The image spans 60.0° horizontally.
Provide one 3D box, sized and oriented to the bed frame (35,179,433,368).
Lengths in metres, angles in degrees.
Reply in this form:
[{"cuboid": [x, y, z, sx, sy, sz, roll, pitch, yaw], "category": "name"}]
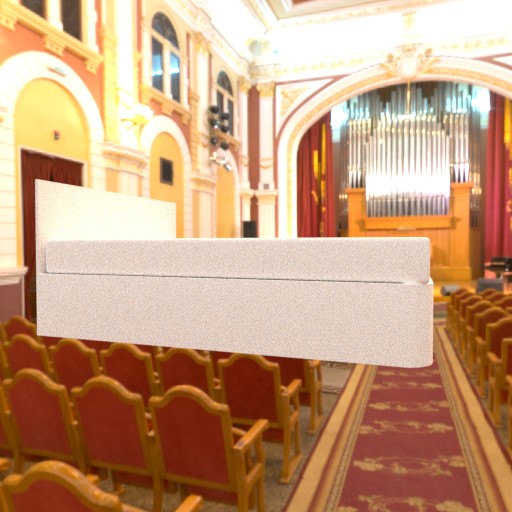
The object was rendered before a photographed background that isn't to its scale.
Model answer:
[{"cuboid": [0.000, 0.000, 2.619, 1.900, 0.800, 1.400, 1, 2, 19], "category": "bed frame"}]
